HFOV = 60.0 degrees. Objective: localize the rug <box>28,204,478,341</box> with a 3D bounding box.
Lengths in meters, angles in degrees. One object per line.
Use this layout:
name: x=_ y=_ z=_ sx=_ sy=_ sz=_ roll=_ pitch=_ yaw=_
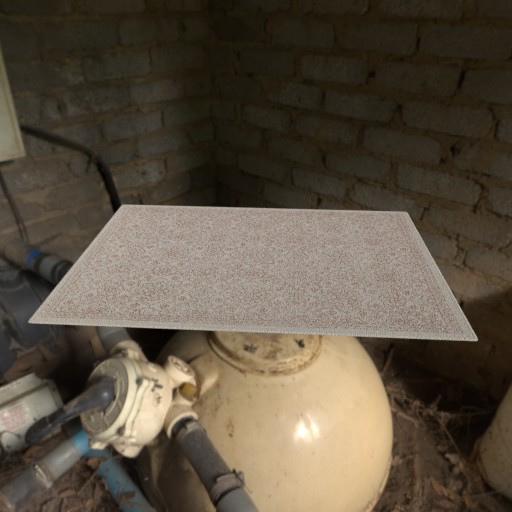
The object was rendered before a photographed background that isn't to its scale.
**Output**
rug: x=0.000 y=0.000 z=2.317 sx=1.829 sy=0.010 sz=1.219 roll=2 pitch=30 yaw=3
